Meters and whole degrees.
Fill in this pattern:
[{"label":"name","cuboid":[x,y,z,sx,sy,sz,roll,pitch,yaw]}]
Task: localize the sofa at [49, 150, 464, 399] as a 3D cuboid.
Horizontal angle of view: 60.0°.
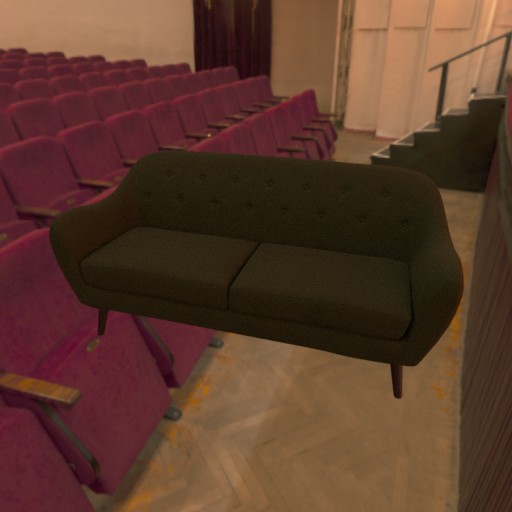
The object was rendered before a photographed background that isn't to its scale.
[{"label":"sofa","cuboid":[0.000,0.000,2.244,1.840,0.836,0.820,8,27,16]}]
